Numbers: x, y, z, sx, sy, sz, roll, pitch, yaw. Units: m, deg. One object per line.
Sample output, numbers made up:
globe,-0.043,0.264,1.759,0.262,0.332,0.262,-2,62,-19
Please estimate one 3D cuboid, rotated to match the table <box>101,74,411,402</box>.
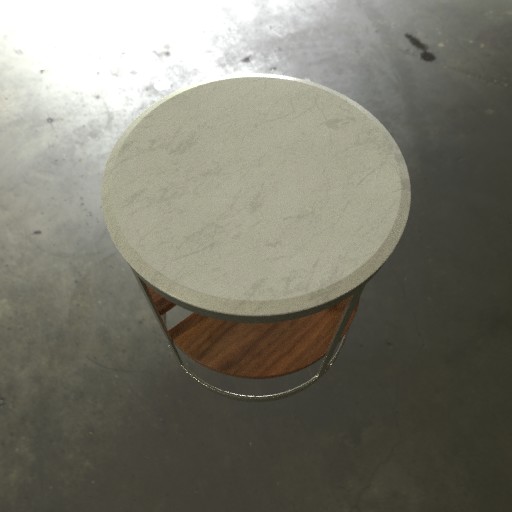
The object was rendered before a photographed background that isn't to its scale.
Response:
table,0.000,0.000,0.778,0.407,0.447,0.407,0,59,0
